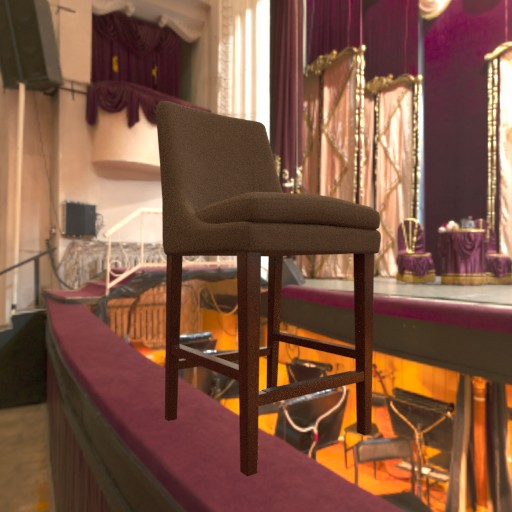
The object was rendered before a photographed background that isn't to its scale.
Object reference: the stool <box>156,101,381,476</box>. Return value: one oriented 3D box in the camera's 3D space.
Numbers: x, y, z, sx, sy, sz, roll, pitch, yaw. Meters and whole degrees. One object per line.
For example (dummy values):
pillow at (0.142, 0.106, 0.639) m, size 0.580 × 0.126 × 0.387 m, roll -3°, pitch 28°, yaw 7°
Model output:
stool at (0.000, 0.000, 1.312) m, size 0.470 × 0.981 × 0.577 m, roll 0°, pitch -1°, yaw -36°
